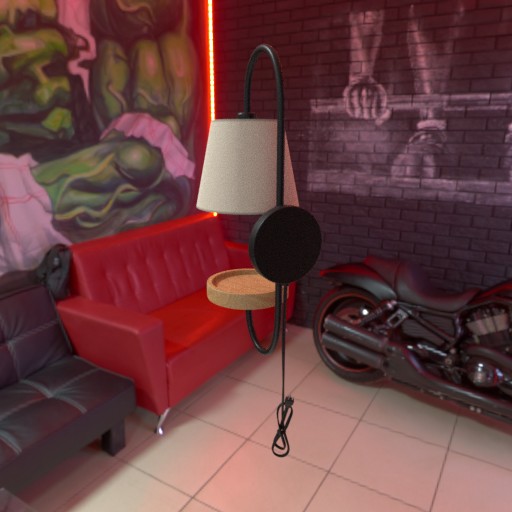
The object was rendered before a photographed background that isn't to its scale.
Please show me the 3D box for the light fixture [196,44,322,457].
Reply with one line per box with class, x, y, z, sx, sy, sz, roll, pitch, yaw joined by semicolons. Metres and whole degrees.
light fixture;0.000;0.000;0.948;0.220;0.821;0.299;-7;17;-25
